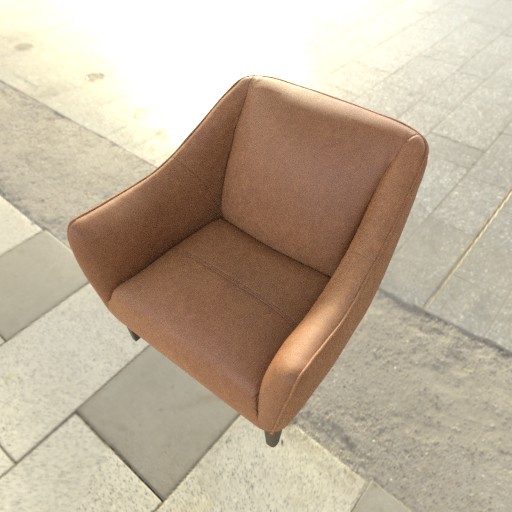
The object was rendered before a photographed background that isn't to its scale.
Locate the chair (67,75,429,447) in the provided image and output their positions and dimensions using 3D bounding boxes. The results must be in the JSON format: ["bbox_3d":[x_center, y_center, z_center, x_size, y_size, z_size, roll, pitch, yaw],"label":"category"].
[{"bbox_3d":[0.000,0.000,1.528,0.871,0.830,0.852,30,54,25],"label":"chair"}]
